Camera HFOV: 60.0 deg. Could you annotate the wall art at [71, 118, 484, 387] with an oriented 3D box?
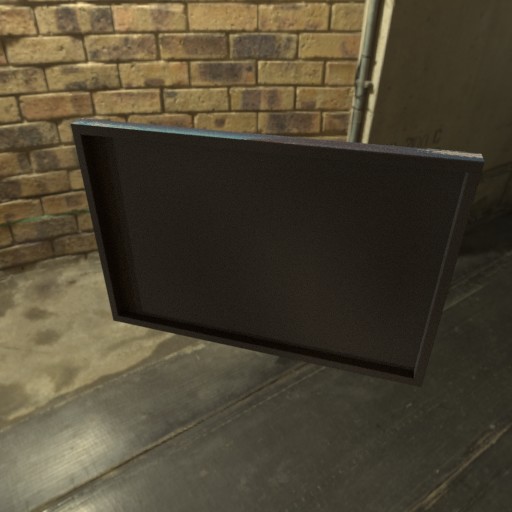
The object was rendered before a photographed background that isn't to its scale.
[{"bbox_3d":[0.000,0.000,0.750,0.609,0.406,0.033,9,33,14],"label":"wall art"}]
